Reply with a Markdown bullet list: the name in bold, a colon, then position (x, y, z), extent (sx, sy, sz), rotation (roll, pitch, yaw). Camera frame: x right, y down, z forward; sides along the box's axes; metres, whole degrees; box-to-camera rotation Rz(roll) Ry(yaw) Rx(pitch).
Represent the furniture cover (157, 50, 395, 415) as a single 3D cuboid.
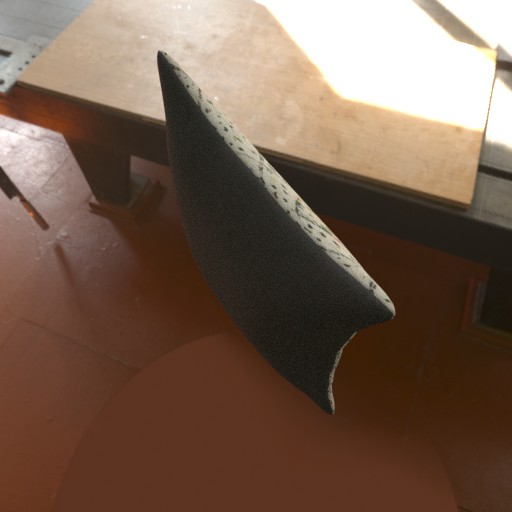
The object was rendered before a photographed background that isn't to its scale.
- **furniture cover**: position (0.000, 0.000, 0.770), extent (0.180, 0.498, 0.525), rotation (-30, 63, -17)
